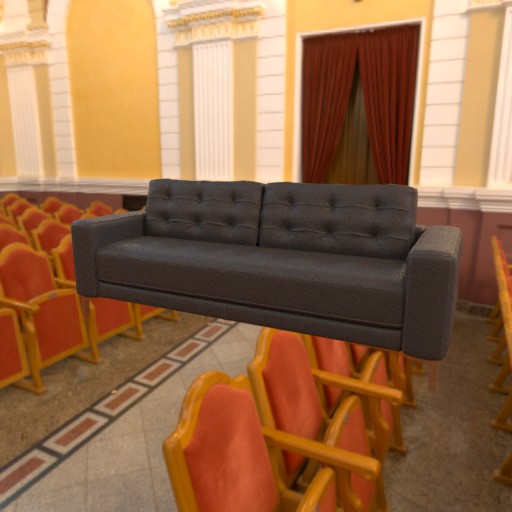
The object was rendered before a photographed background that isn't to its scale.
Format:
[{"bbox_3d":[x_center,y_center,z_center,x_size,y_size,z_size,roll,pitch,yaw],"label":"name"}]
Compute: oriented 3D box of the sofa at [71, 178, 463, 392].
[{"bbox_3d":[0.000,0.000,2.722,2.275,0.893,0.833,6,14,26],"label":"sofa"}]
